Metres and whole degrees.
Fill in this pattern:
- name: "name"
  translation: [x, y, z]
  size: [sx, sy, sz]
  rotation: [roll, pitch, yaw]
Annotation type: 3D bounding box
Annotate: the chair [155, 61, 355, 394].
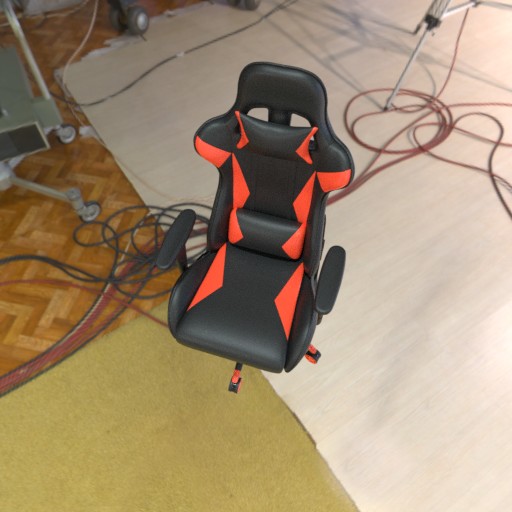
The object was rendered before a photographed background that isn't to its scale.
- name: "chair"
  translation: [0.000, 0.000, 1.714]
  size: [0.695, 1.282, 0.730]
  rotation: [15, 57, 10]
